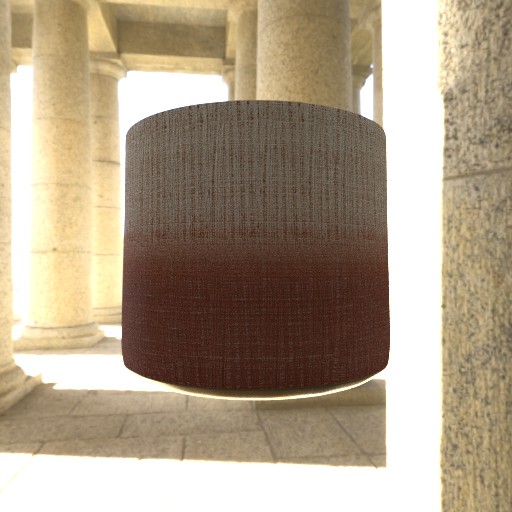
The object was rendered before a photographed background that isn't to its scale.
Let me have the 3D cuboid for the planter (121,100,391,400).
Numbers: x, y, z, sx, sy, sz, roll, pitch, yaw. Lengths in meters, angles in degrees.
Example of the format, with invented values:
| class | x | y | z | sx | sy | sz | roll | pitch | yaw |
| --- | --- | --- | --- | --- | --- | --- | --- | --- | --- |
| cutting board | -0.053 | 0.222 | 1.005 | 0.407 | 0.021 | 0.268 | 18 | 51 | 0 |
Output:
| class | x | y | z | sx | sy | sz | roll | pitch | yaw |
| --- | --- | --- | --- | --- | --- | --- | --- | --- | --- |
| planter | 0.000 | 0.000 | 0.438 | 0.254 | 0.221 | 0.254 | 0 | -1 | 0 |
